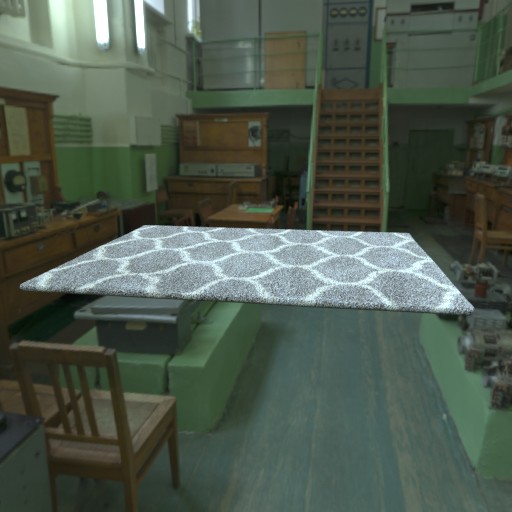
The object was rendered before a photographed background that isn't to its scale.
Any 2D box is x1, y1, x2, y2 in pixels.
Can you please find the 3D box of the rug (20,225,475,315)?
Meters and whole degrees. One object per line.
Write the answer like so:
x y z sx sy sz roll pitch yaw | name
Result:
0.000 0.000 2.093 1.600 0.025 1.200 2 15 8 | rug
